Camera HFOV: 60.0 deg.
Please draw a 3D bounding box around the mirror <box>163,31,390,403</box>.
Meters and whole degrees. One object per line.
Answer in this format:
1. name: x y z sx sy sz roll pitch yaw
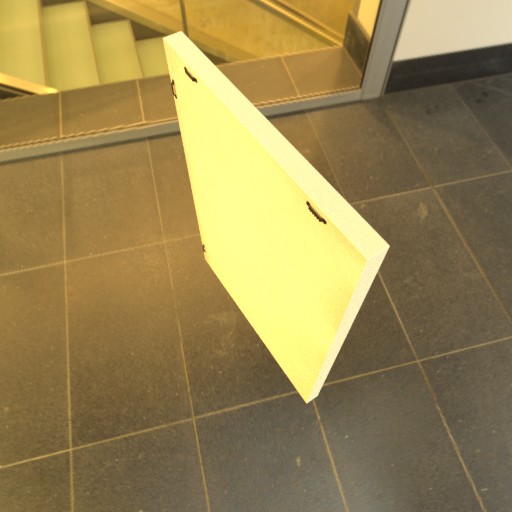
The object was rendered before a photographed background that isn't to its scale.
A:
1. mirror: 0.000 0.000 0.925 0.040 0.710 0.507 -30 63 -17
